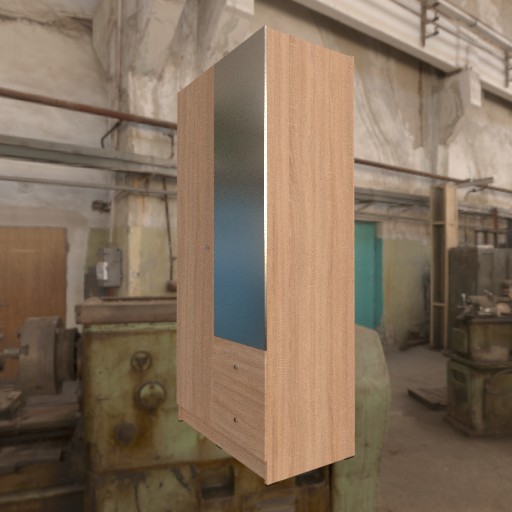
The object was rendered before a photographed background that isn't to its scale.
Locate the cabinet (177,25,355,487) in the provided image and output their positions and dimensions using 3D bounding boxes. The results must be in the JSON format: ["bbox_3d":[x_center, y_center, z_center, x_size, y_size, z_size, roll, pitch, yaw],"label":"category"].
[{"bbox_3d":[0.000,0.000,2.602,0.590,2.121,1.001,0,-1,-34],"label":"cabinet"}]
